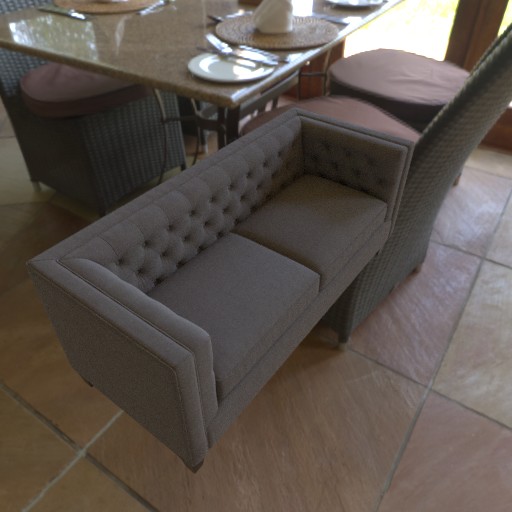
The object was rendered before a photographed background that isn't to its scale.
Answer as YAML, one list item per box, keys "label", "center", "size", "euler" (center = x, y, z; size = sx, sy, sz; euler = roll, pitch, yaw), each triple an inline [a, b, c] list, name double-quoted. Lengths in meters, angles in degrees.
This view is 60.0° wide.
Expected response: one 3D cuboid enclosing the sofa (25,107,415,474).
- label: "sofa"
  center: [0.000, 0.000, 2.203]
  size: [0.775, 0.762, 1.778]
  euler: [26, 47, 27]
